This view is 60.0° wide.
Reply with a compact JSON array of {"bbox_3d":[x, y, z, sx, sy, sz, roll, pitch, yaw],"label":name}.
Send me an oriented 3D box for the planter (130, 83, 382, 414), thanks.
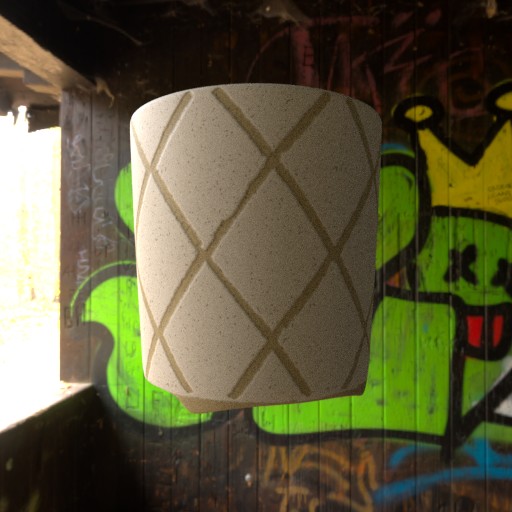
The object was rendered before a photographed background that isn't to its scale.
[{"bbox_3d":[0.000,0.000,0.415,0.228,0.235,0.228,0,-1,0],"label":"planter"}]
